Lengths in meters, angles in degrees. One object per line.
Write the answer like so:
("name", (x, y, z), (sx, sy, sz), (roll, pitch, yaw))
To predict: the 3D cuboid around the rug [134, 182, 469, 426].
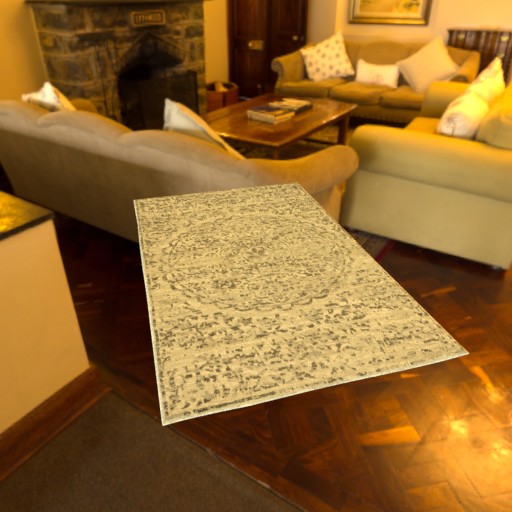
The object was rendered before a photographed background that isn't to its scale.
("rug", (0.000, 0.000, 3.058), (1.527, 0.021, 2.447), (-8, 32, -14))
